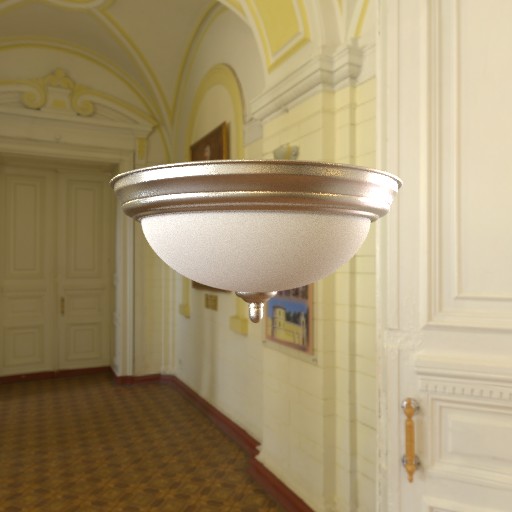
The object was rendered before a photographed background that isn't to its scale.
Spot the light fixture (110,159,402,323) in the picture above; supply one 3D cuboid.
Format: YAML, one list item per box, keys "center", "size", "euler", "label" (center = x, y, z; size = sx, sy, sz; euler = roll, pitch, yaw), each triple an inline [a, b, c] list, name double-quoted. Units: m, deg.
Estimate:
- center: [0.000, 0.000, 0.447]
  size: [0.280, 0.135, 0.280]
  euler: [0, 0, 0]
  label: "light fixture"
